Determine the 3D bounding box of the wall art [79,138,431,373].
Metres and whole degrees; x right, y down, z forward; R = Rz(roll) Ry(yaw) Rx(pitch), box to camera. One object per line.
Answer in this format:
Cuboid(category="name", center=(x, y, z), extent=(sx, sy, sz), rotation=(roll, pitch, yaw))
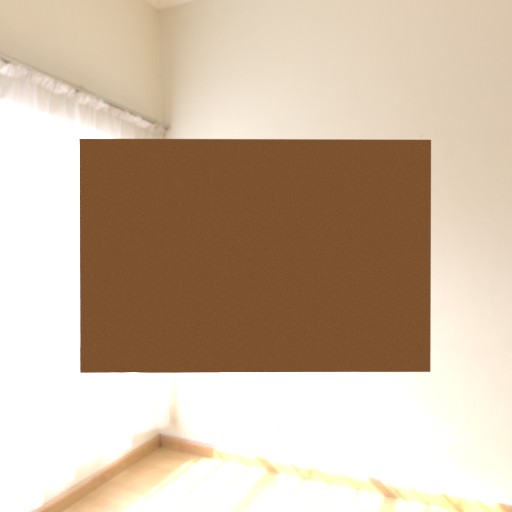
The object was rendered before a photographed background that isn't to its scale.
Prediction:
Cuboid(category="wall art", center=(0.000, 0.000, 1.171), extent=(0.915, 0.608, 0.033), rotation=(0, 0, -1))
